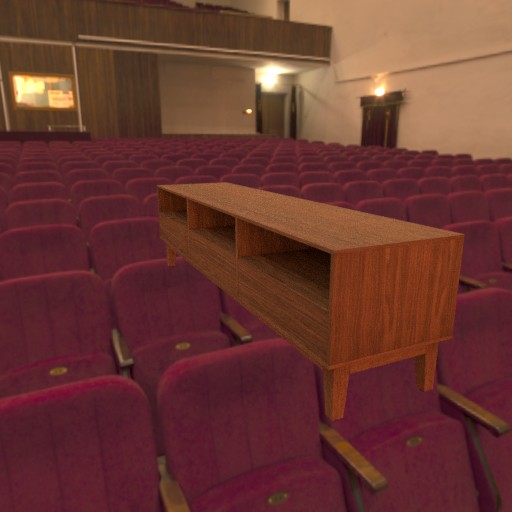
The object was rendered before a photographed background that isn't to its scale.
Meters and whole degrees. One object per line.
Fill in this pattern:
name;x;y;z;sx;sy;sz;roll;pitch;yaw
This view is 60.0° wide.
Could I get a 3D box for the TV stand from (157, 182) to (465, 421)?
TV stand;0.000;0.000;1.651;0.366;0.409;1.482;-7;16;-25
